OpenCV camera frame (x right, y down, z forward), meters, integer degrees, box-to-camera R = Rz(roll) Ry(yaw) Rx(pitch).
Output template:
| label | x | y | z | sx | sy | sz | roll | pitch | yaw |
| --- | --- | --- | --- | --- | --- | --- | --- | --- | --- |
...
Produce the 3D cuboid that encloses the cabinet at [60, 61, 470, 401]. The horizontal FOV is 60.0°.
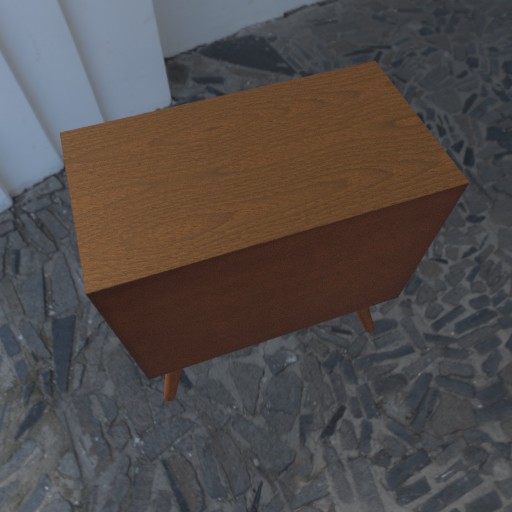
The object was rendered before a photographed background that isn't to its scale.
| label | x | y | z | sx | sy | sz | roll | pitch | yaw |
| --- | --- | --- | --- | --- | --- | --- | --- | --- | --- |
| cabinet | 0.000 | 0.000 | 1.180 | 0.712 | 0.748 | 0.388 | -16 | 60 | -10 |
